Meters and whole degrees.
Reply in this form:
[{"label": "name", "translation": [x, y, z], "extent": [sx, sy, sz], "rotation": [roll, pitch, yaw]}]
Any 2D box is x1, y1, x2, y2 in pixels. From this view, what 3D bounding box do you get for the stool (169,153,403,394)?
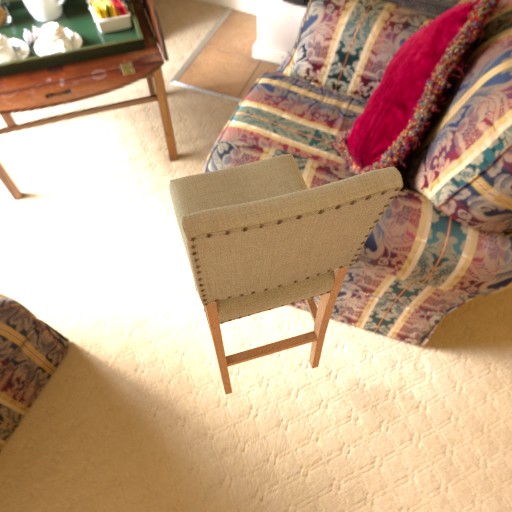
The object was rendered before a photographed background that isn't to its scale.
[{"label": "stool", "translation": [0.000, 0.000, 1.467], "extent": [0.445, 1.203, 0.585], "rotation": [-14, 59, -9]}]
